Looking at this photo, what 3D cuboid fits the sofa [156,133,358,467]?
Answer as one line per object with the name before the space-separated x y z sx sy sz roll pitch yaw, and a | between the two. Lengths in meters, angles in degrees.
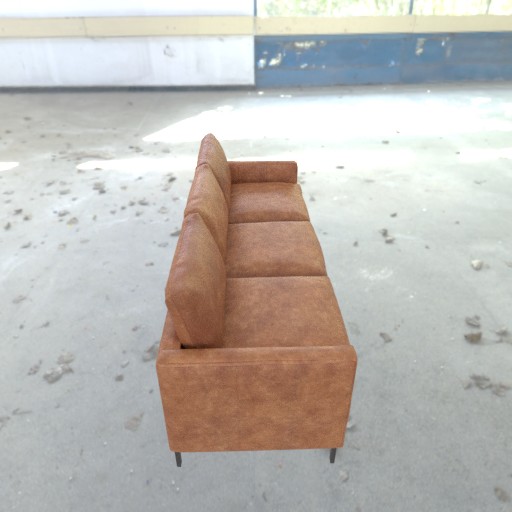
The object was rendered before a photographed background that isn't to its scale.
sofa | 0.000 0.000 2.450 0.748 0.863 2.029 -1 32 -1
